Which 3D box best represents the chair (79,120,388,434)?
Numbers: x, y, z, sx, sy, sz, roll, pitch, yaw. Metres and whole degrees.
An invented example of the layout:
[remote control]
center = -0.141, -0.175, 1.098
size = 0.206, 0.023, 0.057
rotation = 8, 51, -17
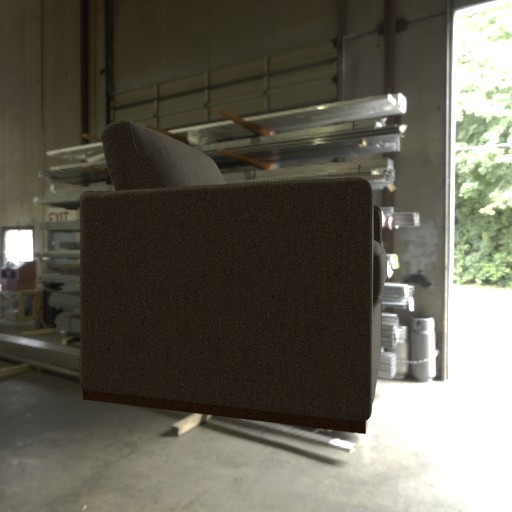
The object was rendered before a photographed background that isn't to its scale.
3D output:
[chair]
center = 0.000, 0.000, 1.478
size = 0.834, 0.811, 0.763
rotation = 0, 1, 18
